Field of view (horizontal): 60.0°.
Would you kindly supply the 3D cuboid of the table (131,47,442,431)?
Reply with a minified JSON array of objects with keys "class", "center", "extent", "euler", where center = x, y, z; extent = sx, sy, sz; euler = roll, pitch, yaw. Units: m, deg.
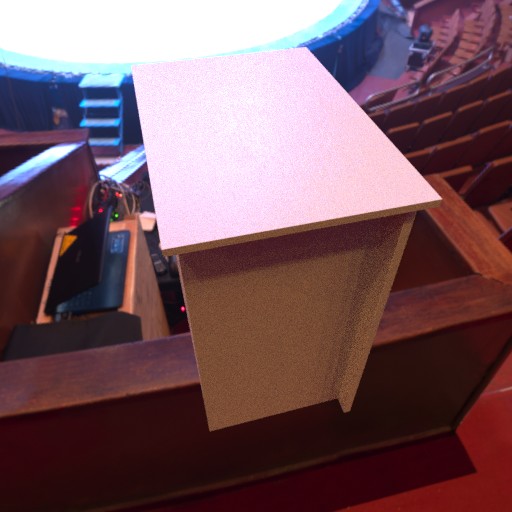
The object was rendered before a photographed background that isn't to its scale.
[{"class":"table","center":[0.000,0.000,1.056],"extent":[0.406,0.711,0.589],"euler":[-11,47,-10]}]
